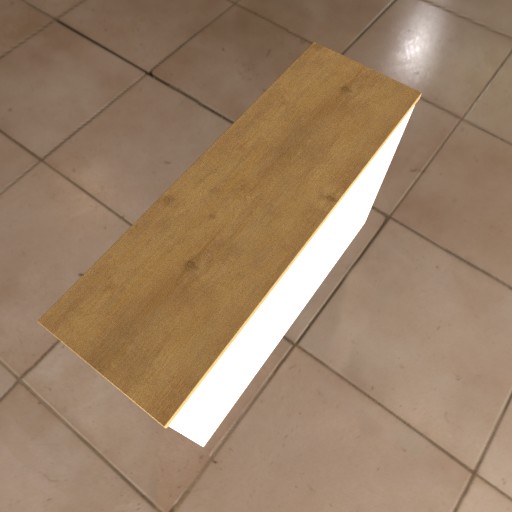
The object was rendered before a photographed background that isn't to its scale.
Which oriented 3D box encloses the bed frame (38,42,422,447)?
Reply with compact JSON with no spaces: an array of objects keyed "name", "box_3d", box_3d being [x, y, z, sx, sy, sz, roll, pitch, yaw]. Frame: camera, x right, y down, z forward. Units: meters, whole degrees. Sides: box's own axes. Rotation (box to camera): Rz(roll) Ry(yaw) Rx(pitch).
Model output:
[{"name":"bed frame","box_3d":[0.000,0.000,1.684,0.430,0.850,1.300,33,68,15]}]
